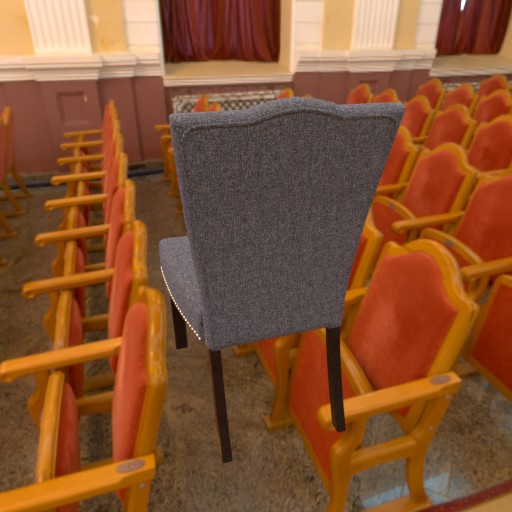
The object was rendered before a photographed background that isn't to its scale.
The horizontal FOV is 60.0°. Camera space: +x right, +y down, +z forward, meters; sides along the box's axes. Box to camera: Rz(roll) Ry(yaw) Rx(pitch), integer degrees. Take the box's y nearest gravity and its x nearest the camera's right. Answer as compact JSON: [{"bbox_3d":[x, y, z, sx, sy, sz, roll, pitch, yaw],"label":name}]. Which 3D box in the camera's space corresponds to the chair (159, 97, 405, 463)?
[{"bbox_3d":[0.000,0.000,1.293,0.518,0.946,0.589,-8,28,-15],"label":"chair"}]
